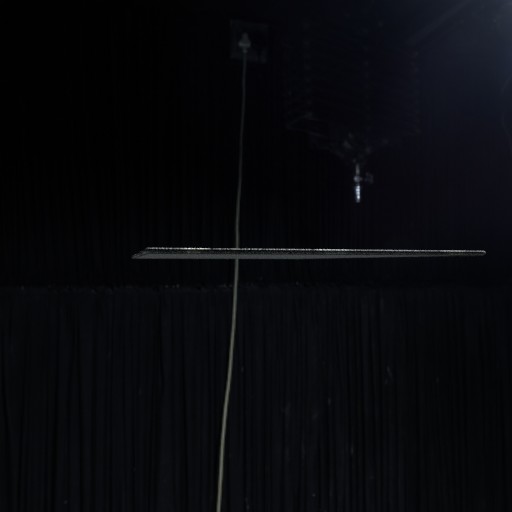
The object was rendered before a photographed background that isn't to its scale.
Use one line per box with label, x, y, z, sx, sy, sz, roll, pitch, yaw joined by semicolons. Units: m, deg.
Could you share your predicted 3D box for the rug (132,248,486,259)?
rug;0.000;0.000;3.428;1.801;0.026;2.701;0;-1;-17
